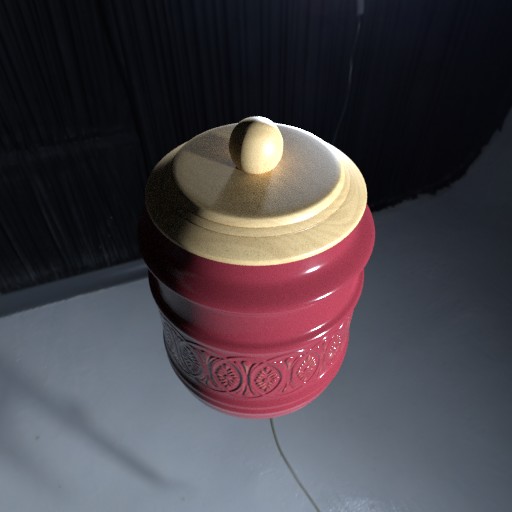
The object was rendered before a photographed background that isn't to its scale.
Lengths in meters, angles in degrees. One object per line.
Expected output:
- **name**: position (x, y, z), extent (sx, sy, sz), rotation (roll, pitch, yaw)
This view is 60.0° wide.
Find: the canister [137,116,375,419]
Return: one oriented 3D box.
- **canister**: position (0.000, 0.000, 0.266), extent (0.130, 0.176, 0.130), rotation (0, 45, 0)
